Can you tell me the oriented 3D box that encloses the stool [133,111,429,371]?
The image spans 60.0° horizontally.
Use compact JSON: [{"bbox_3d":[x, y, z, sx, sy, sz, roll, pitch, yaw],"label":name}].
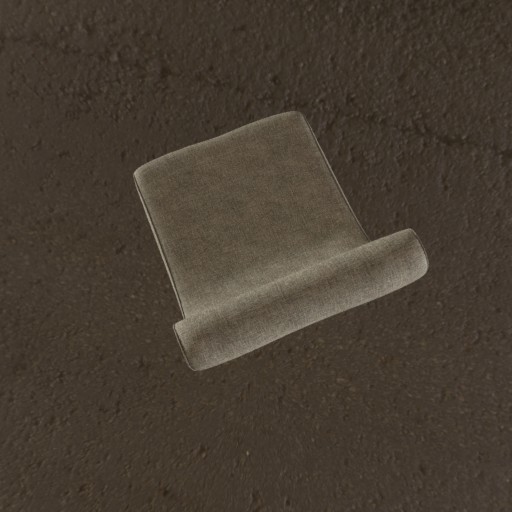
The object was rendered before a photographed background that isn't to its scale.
[{"bbox_3d":[0.000,0.000,1.203,0.426,0.965,0.499,-22,76,-6],"label":"stool"}]
